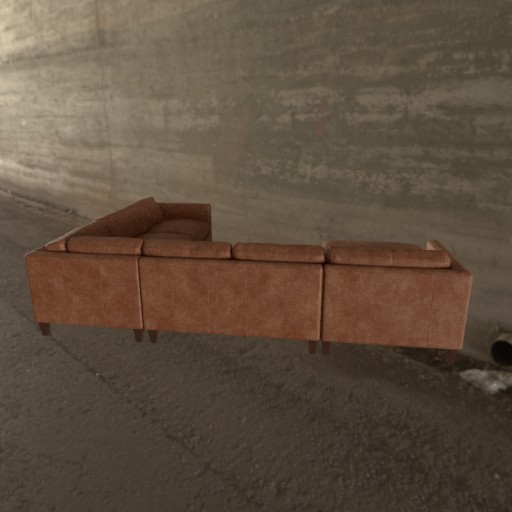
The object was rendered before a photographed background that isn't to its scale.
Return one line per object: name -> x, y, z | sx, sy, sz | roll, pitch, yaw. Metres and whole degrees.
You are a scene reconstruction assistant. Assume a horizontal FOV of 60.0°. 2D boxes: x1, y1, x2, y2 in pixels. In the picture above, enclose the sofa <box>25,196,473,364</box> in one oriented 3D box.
sofa -> 0.000, 0.000, 4.535 | 3.401, 0.832, 2.430 | 2, 17, 8
